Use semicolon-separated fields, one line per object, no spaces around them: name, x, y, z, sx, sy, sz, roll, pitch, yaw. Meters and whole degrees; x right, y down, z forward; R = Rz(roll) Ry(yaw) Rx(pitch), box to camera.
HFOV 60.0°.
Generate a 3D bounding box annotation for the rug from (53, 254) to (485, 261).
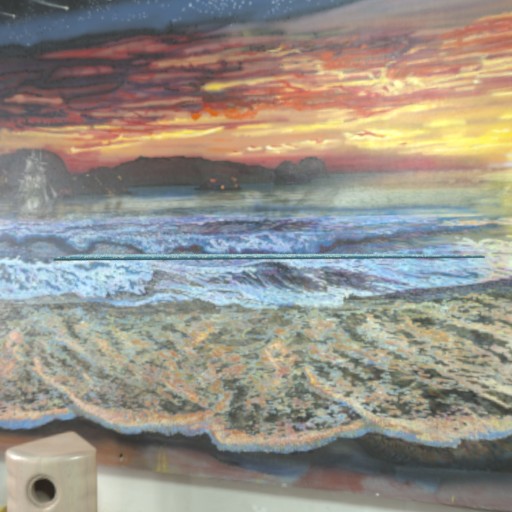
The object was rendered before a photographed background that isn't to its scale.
rug;0.000;0.000;3.491;2.746;0.018;1.816;0;1;-19
